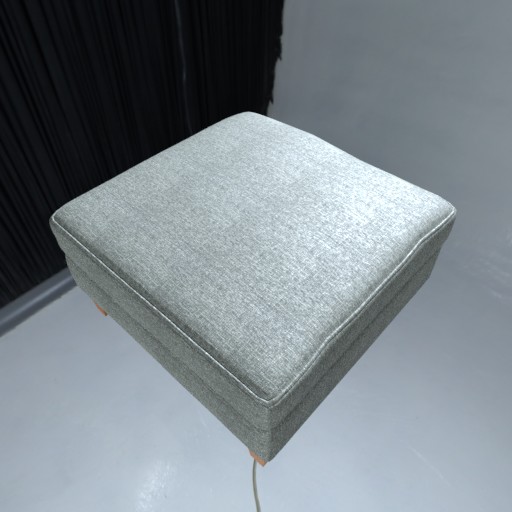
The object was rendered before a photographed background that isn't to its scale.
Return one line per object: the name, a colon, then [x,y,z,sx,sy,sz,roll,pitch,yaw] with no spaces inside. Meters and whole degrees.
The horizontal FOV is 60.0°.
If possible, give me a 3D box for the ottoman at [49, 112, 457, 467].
ottoman: [0.000,0.000,1.363,0.838,0.481,0.838,34,55,28]
